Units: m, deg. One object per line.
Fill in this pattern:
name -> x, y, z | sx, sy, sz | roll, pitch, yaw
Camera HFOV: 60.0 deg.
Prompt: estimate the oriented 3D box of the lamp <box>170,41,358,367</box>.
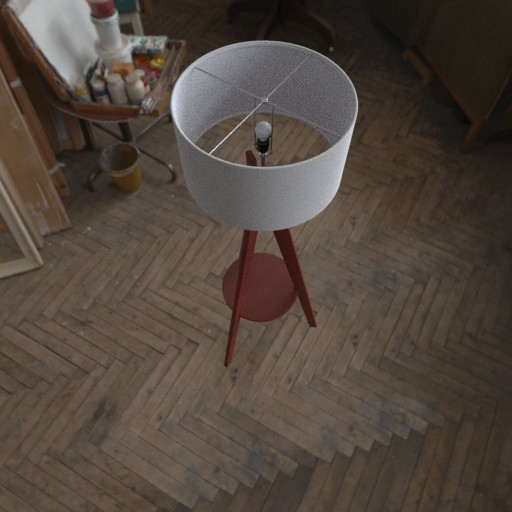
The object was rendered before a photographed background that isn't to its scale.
lamp -> 0.000, 0.000, 1.739 | 0.539, 1.472, 0.542 | 31, 64, 17
